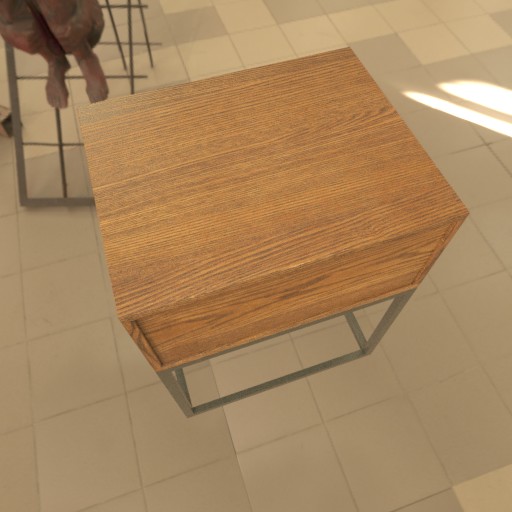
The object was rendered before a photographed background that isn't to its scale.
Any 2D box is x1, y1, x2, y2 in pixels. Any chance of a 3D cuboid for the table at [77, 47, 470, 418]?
[{"bbox_3d":[0.000,0.000,0.924,0.482,0.610,0.400,-16,61,-9],"label":"table"}]
